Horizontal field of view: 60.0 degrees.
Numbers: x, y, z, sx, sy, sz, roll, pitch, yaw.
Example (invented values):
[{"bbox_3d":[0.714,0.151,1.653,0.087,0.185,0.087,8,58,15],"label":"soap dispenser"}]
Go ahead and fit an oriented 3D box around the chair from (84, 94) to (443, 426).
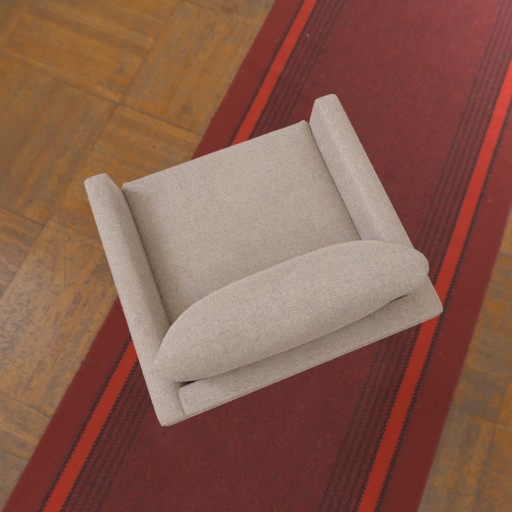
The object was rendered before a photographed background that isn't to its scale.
[{"bbox_3d":[0.000,0.000,1.620,0.963,0.861,0.866,-21,76,-5],"label":"chair"}]
